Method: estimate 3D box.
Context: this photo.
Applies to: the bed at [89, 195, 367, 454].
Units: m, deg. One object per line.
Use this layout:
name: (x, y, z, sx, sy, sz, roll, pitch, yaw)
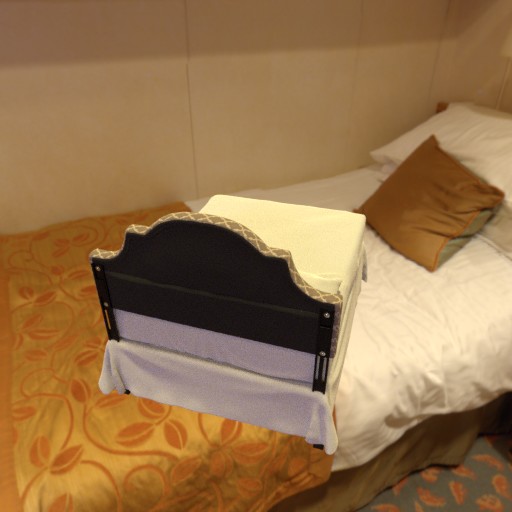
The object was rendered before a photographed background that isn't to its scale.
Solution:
bed: (0.000, 0.000, 3.561, 1.780, 1.633, 2.222, 10, 33, 15)
